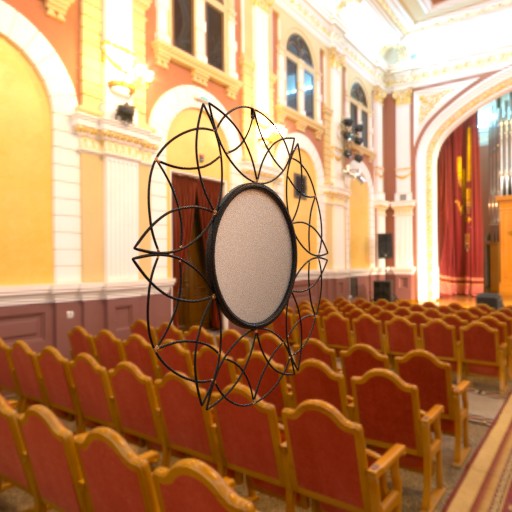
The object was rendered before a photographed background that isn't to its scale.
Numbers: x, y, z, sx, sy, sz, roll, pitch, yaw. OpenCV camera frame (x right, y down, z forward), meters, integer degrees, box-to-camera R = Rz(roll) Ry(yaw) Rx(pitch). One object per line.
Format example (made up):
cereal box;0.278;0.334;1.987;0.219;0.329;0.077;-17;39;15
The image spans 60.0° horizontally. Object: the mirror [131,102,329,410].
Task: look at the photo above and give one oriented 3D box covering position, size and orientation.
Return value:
mirror;0.000;0.000;1.158;0.028;0.775;0.797;0;0;36
